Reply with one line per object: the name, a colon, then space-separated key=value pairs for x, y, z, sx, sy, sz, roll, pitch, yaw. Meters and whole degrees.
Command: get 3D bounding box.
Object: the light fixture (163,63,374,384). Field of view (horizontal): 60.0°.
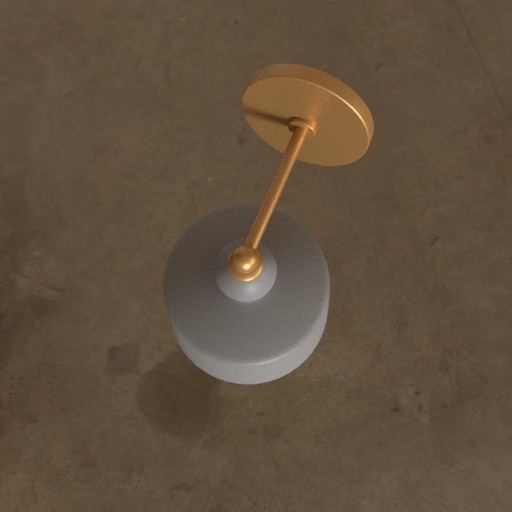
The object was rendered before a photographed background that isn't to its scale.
light fixture: x=0.000 y=0.000 z=0.450 sx=0.204 sy=0.268 sz=0.254 roll=22 pitch=75 yaw=6
